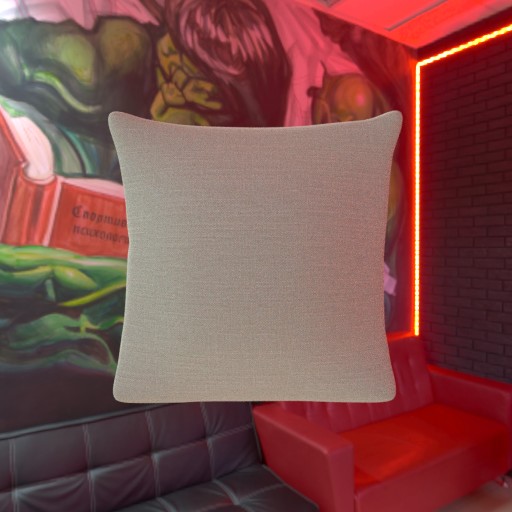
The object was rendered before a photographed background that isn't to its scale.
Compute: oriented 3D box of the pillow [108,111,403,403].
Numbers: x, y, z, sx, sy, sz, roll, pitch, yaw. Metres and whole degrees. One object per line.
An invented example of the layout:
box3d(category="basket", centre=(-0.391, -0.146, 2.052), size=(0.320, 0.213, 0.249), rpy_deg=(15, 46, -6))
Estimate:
box3d(category="pillow", centre=(0.000, 0.000, 0.688), size=(0.451, 0.449, 0.191), rpy_deg=(0, 1, -1))
